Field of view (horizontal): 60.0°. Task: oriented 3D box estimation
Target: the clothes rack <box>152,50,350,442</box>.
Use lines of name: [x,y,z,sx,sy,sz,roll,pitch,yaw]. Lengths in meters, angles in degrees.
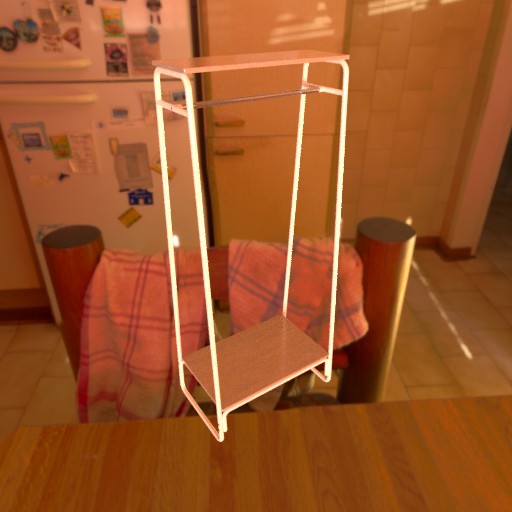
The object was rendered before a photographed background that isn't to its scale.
clothes rack: [0.000,0.000,1.842,0.640,1.512,0.400,-19,35,-29]
